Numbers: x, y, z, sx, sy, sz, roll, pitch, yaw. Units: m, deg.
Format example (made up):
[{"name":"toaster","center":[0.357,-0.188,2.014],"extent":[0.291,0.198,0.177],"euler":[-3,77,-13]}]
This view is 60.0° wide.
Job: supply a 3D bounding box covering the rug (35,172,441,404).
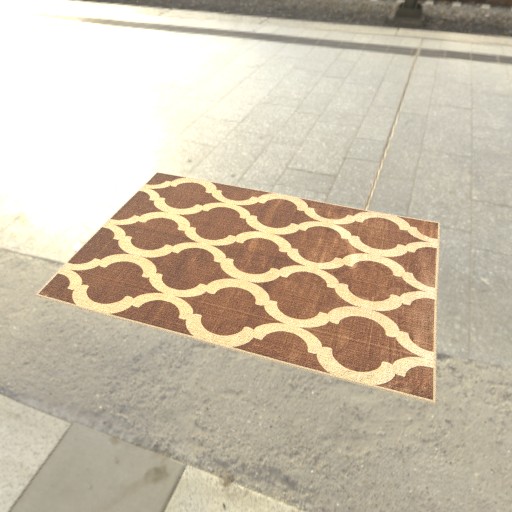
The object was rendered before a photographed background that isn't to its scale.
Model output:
[{"name":"rug","center":[0.000,0.000,2.908],"extent":[2.290,0.014,1.526],"euler":[12,42,14]}]
